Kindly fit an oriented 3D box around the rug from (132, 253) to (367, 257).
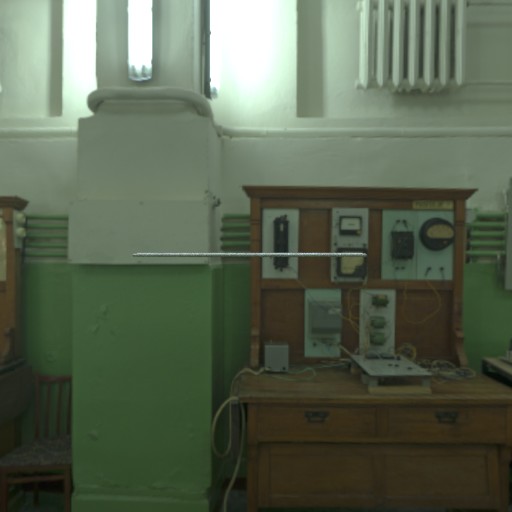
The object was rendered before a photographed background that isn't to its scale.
[{"bbox_3d":[0.000,0.000,2.341,0.662,0.011,2.196,0,0,1],"label":"rug"}]
